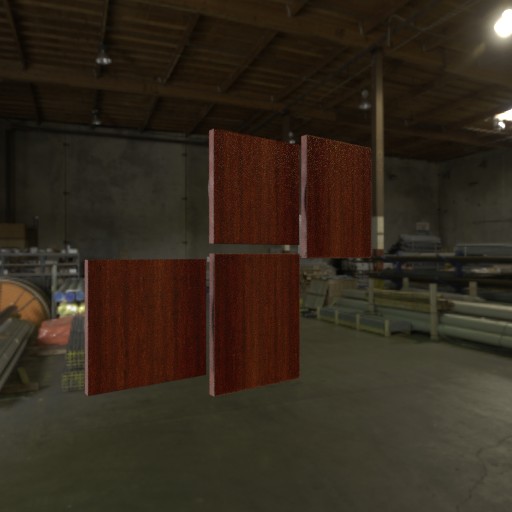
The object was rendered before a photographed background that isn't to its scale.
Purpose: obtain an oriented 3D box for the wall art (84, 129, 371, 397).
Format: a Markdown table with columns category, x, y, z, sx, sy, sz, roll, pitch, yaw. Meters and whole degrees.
| category | x | y | z | sx | sy | sz | roll | pitch | yaw |
| --- | --- | --- | --- | --- | --- | --- | --- | --- | --- |
| wall art | 0.000 | 0.000 | 0.853 | 0.635 | 0.497 | 0.030 | 0 | 0 | -36 |
